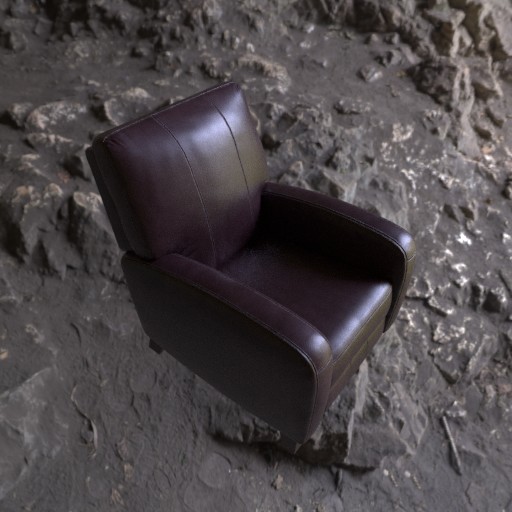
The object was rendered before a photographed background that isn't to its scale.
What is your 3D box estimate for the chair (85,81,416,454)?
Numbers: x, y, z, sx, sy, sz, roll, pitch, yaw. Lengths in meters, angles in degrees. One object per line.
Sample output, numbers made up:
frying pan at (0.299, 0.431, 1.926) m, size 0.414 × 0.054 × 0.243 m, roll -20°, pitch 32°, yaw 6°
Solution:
chair at (0.000, 0.000, 1.668) m, size 0.990 × 0.990 × 0.762 m, roll 27°, pitch 48°, yaw 28°
